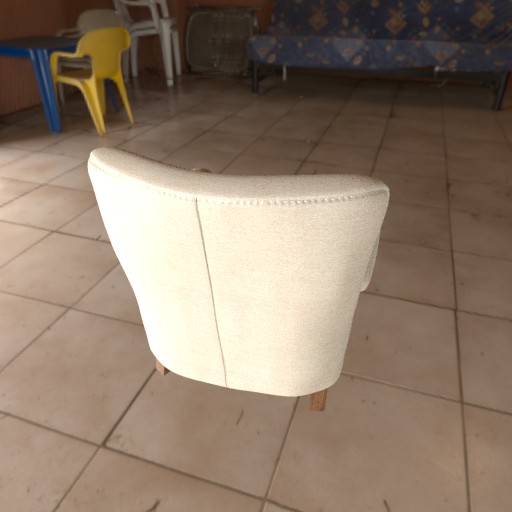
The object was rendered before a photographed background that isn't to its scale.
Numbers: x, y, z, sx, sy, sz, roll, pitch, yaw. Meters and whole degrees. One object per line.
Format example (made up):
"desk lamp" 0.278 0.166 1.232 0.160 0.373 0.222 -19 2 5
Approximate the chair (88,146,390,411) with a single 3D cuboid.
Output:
"chair" 0.000 0.000 1.636 0.861 0.936 0.921 10 33 15
